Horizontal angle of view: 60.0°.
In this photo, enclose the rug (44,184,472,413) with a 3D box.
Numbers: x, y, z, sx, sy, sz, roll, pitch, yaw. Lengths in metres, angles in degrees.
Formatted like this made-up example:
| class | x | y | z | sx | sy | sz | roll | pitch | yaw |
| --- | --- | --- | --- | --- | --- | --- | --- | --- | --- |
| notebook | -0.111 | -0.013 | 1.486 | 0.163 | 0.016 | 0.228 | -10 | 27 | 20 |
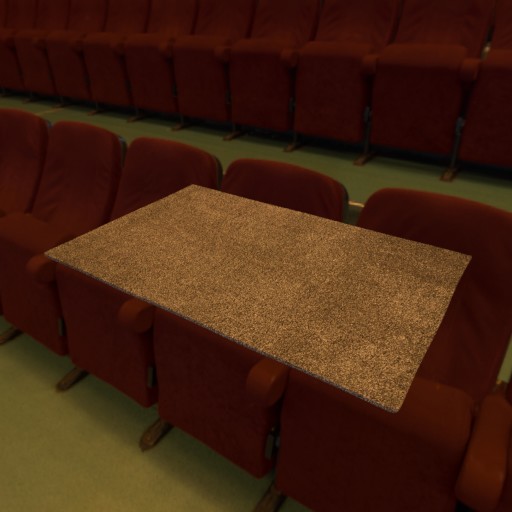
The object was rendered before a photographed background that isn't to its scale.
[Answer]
| class | x | y | z | sx | sy | sz | roll | pitch | yaw |
| --- | --- | --- | --- | --- | --- | --- | --- | --- | --- |
| rug | 0.000 | 0.000 | 2.881 | 2.352 | 0.025 | 1.501 | 18 | 35 | 28 |
